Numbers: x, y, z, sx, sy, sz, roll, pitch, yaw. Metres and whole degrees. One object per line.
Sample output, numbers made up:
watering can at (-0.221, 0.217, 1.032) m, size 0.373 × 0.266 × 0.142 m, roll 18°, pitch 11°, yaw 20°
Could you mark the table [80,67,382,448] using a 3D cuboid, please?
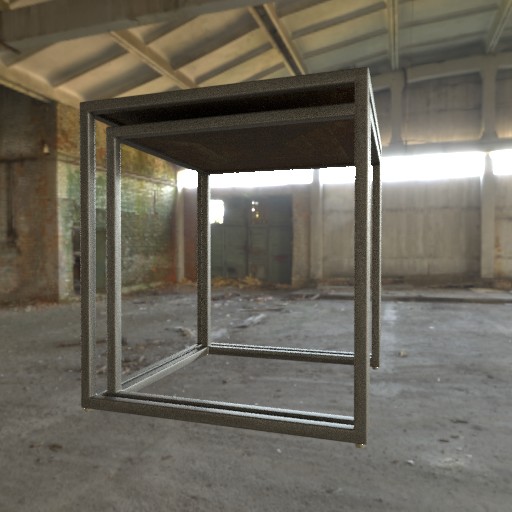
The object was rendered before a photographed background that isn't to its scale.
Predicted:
table at (0.000, 0.000, 0.855) m, size 0.449 × 0.500 × 0.450 m, roll 0°, pitch 1°, yaw 18°
